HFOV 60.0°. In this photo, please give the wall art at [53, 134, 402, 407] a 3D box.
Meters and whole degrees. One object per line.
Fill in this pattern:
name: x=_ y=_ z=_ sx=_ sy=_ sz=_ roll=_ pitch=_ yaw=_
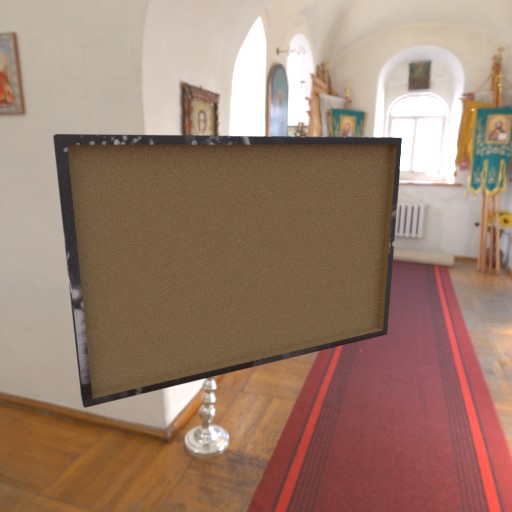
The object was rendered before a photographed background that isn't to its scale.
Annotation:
wall art: x=0.000 y=0.000 z=0.778 sx=0.609 sy=0.406 sz=0.037 roll=-7 pitch=16 yaw=-26
